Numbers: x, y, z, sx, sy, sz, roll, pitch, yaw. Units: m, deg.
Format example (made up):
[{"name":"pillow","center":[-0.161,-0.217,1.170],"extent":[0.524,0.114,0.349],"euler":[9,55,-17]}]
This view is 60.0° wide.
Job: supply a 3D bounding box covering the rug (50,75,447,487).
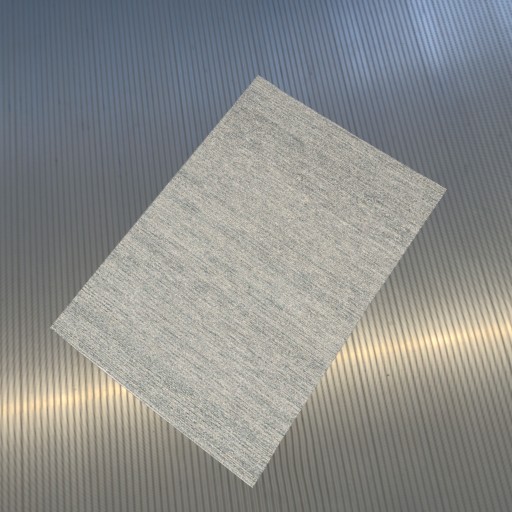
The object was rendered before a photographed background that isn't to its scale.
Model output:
[{"name":"rug","center":[0.000,0.000,2.975],"extent":[1.616,0.030,2.338],"euler":[35,78,8]}]
